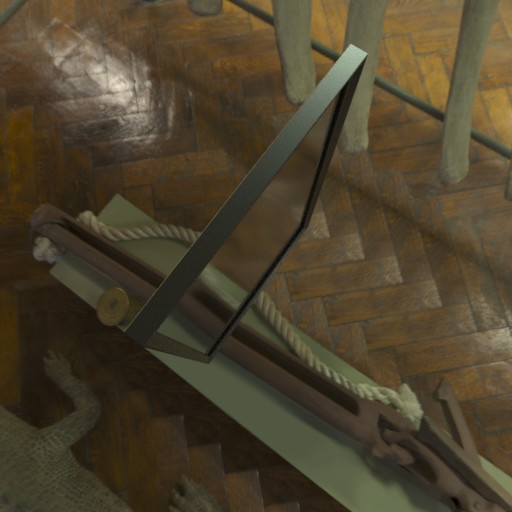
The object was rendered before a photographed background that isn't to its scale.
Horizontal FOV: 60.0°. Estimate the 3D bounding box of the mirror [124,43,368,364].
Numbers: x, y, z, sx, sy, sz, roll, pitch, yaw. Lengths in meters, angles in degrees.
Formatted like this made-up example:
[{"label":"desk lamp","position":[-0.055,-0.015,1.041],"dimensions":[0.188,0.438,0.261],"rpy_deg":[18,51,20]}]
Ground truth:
[{"label":"mirror","position":[0.000,0.000,1.141],"dimensions":[0.041,0.915,0.609],"rpy_deg":[35,77,9]}]
